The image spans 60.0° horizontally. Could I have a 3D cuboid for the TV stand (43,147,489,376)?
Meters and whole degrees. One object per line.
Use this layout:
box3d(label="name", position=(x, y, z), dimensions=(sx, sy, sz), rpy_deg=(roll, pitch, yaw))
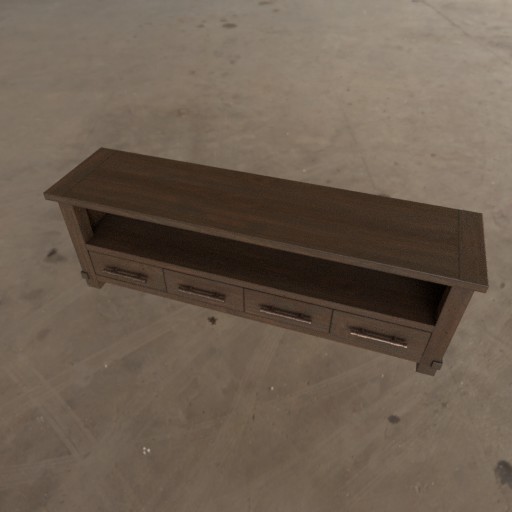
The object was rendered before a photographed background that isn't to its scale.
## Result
box3d(label="TV stand", position=(0.000, 0.000, 2.130), dimensions=(1.866, 0.615, 0.471), rpy_deg=(12, 43, 14))
